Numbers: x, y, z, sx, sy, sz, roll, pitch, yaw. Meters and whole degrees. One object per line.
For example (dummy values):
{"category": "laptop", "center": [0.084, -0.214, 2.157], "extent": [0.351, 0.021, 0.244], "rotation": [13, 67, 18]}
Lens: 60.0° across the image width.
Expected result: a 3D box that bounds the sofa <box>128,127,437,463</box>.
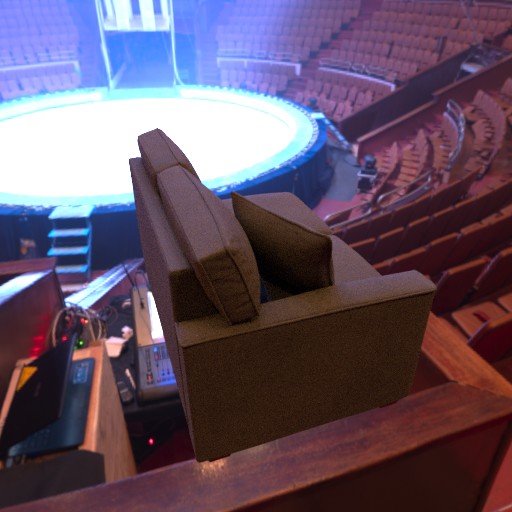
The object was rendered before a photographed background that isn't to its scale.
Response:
{"category": "sofa", "center": [0.000, 0.000, 2.144], "extent": [0.991, 0.989, 1.388], "rotation": [-10, 32, -17]}
